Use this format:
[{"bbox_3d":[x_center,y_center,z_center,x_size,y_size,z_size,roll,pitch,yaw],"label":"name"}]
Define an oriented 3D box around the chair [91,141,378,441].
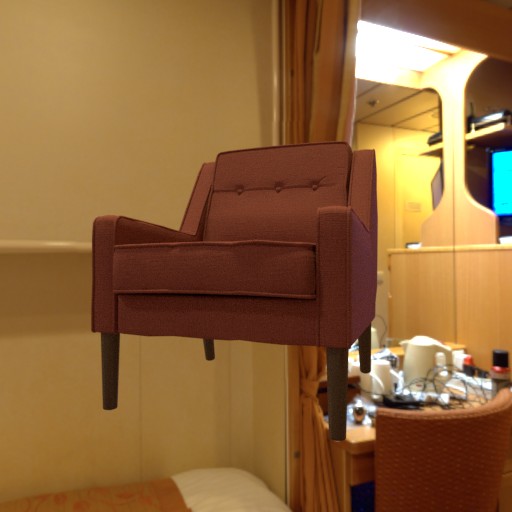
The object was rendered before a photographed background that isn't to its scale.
[{"bbox_3d":[0.000,0.000,1.369,0.680,0.812,0.770,0,-1,19],"label":"chair"}]
